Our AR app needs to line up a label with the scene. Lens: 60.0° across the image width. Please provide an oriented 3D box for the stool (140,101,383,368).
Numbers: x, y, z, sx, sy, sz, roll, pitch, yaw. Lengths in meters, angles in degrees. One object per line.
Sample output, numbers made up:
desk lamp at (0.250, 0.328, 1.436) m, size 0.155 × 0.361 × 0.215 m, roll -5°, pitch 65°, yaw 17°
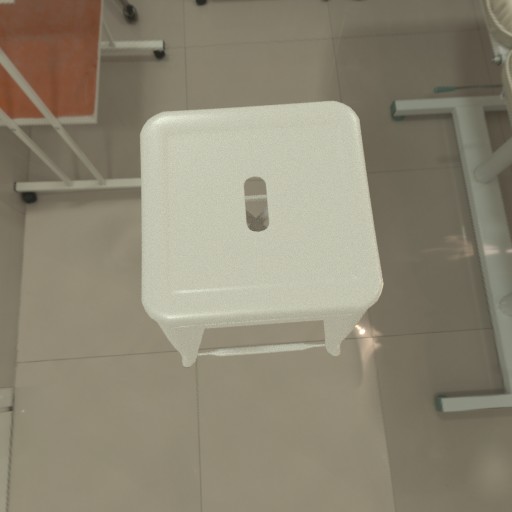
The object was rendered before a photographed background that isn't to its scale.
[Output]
stool at (0.000, 0.000, 0.888) m, size 0.406 × 0.610 × 0.406 m, roll -4°, pitch 76°, yaw -1°
